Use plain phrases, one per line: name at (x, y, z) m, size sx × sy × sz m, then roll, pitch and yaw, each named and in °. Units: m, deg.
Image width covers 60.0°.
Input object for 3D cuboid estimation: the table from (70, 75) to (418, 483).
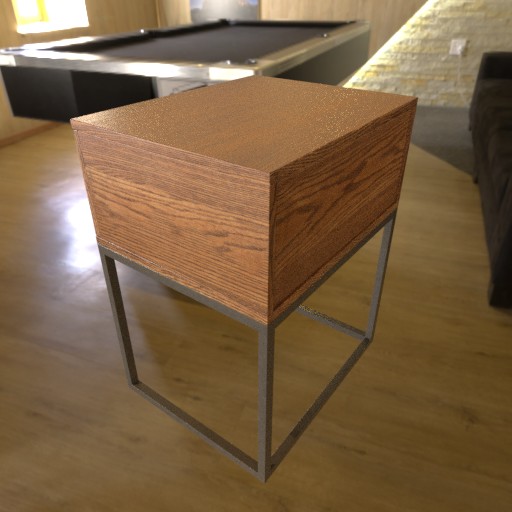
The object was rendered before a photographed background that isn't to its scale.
table at (0.000, 0.000, 0.928) m, size 0.400 × 0.610 × 0.482 m, roll 22°, pitch 38°, yaw 31°
